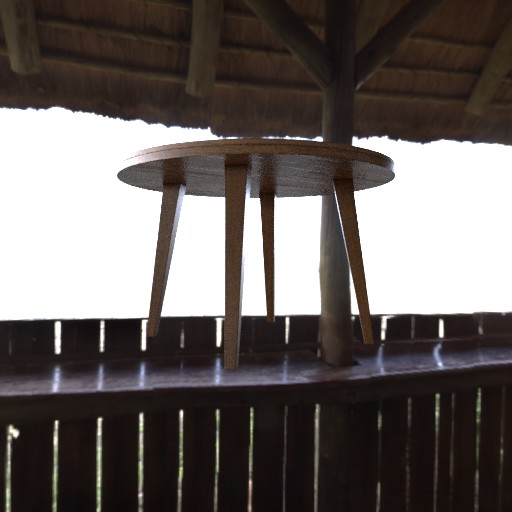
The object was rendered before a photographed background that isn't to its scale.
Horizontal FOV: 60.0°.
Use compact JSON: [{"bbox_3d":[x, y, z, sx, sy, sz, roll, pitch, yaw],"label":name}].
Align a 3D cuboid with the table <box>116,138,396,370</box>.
[{"bbox_3d":[0.000,0.000,2.020,1.213,0.764,1.213,0,1,0],"label":"table"}]
